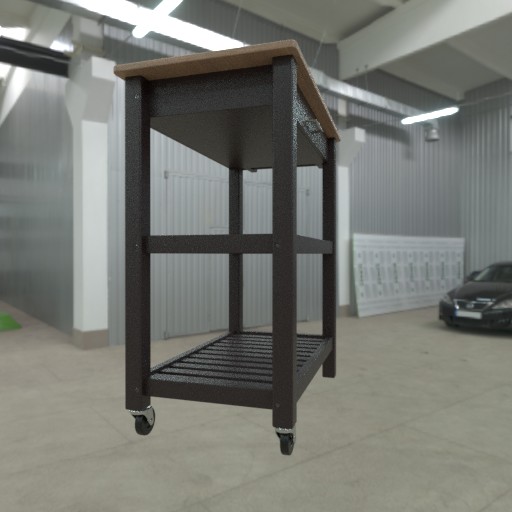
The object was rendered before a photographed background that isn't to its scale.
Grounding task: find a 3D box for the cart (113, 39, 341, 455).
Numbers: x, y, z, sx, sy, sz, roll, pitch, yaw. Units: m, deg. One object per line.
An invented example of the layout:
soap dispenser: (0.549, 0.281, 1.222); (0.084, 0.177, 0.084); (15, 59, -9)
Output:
cart: (0.000, 0.000, 1.440); (0.457, 0.927, 0.899); (0, 0, 17)
